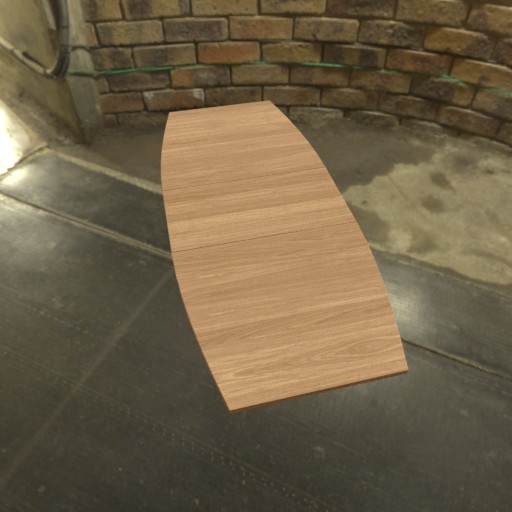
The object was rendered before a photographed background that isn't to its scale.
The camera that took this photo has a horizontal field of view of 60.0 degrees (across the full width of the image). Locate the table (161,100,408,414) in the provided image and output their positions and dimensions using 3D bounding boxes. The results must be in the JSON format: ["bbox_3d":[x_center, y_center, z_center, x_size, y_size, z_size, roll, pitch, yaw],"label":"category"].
[{"bbox_3d":[0.000,0.000,2.514,0.900,0.750,2.032,-10,48,-9],"label":"table"}]
